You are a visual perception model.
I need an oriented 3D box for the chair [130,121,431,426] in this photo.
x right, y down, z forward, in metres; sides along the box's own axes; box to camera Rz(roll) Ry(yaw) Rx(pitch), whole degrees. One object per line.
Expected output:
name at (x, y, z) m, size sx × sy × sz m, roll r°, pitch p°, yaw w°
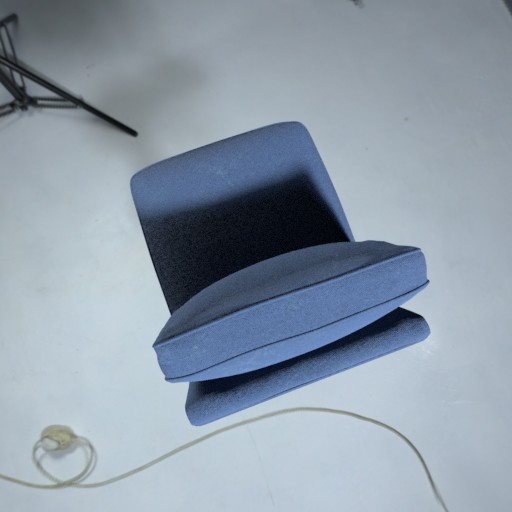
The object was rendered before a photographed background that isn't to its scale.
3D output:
chair at (0.000, 0.000, 1.621) m, size 0.724 × 1.052 × 0.912 m, roll -20°, pitch 78°, yaw -4°
